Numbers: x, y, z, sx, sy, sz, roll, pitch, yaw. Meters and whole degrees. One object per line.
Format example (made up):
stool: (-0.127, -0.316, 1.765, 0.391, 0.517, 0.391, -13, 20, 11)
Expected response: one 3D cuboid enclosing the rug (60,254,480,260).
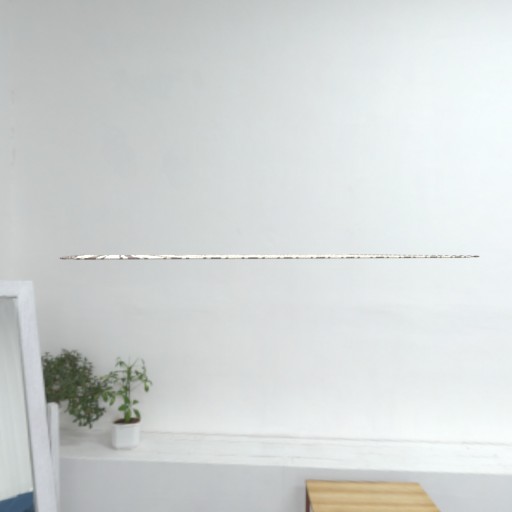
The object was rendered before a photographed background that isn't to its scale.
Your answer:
rug: (0.000, 0.000, 3.117, 2.425, 0.014, 1.563, 0, 1, -18)
